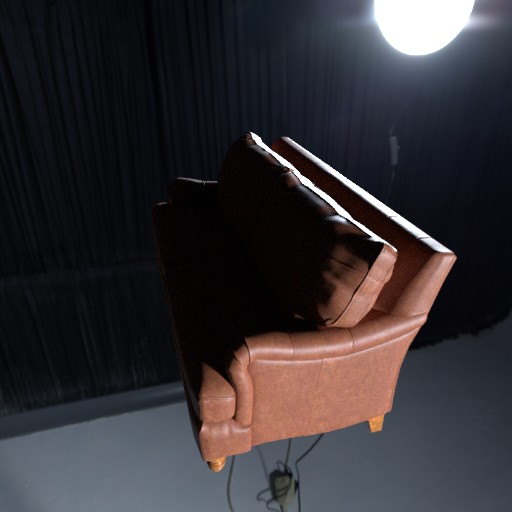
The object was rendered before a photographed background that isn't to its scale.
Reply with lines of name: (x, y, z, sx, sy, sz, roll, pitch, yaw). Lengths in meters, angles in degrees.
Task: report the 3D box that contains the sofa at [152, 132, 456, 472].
sofa: (0.000, 0.000, 2.743, 1.147, 1.071, 2.144, -8, 30, -14)
